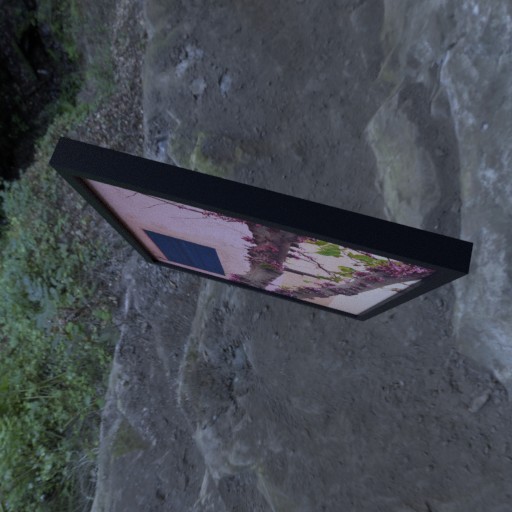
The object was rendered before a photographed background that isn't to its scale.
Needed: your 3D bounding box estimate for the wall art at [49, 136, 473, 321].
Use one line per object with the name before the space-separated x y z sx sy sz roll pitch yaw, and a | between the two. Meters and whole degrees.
wall art | 0.000 0.000 0.767 0.508 0.508 0.038 15 76 4
